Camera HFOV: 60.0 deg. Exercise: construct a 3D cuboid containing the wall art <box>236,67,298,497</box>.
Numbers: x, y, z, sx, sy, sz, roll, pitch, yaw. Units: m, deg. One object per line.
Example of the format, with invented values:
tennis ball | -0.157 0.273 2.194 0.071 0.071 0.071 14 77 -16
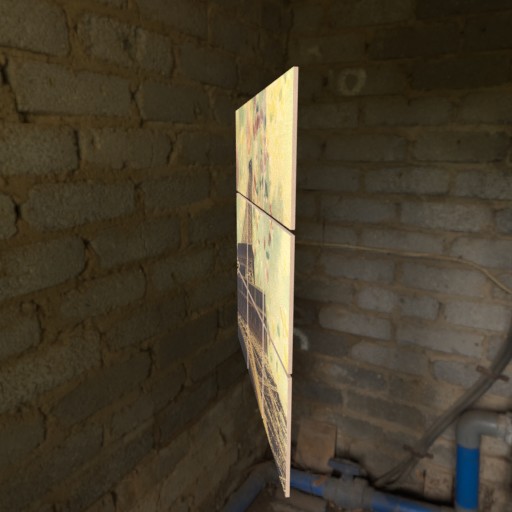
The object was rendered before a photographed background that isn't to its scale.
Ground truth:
wall art | 0.000 0.000 1.789 0.013 1.218 1.219 -2 13 -9
